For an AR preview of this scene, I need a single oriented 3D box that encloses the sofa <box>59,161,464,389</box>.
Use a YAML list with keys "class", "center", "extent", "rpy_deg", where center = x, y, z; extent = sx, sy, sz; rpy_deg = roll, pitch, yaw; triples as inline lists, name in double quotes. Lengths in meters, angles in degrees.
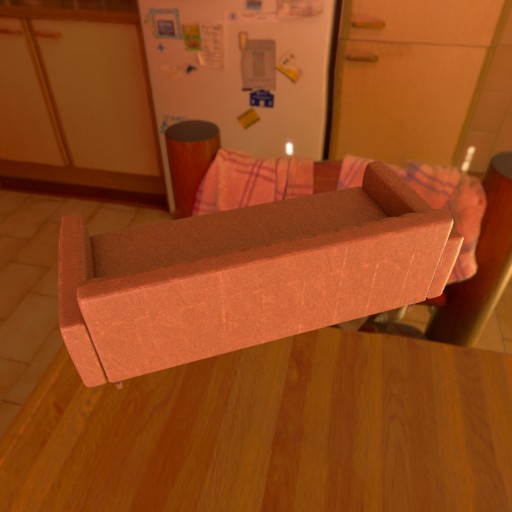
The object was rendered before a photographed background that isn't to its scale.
- class: "sofa"
  center: [0.000, 0.000, 2.809]
  extent: [2.291, 0.821, 0.990]
  rpy_deg: [-12, 43, -13]
